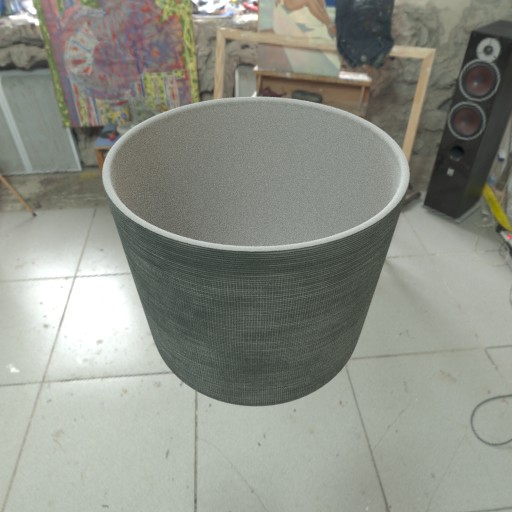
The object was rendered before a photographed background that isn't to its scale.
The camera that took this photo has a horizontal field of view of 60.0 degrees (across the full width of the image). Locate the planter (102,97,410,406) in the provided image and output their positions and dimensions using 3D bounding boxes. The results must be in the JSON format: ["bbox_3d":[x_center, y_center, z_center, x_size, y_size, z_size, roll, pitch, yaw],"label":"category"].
[{"bbox_3d":[0.000,0.000,0.783,0.440,0.398,0.440,0,41,0],"label":"planter"}]
